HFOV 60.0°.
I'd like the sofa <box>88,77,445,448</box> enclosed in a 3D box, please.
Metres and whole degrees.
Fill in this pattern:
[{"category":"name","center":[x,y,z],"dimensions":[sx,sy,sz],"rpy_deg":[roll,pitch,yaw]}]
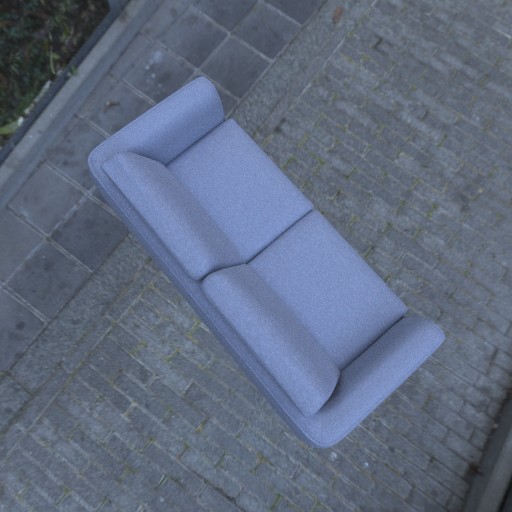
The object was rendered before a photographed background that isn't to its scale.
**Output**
[{"category":"sofa","center":[0.000,0.000,2.557],"dimensions":[0.920,0.870,2.000],"rpy_deg":[-39,79,-9]}]
